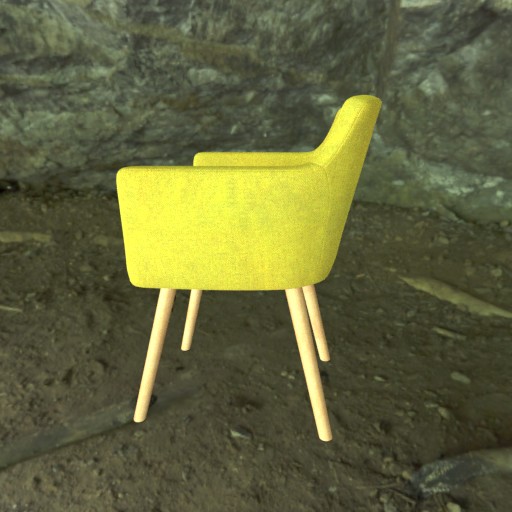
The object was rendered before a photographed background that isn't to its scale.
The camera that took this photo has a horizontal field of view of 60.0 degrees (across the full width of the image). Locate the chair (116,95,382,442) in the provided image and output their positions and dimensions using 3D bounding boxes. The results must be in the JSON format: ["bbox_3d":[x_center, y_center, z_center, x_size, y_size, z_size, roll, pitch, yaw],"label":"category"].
[{"bbox_3d":[0.000,0.000,1.155,0.570,0.780,0.570,2,16,8],"label":"chair"}]
